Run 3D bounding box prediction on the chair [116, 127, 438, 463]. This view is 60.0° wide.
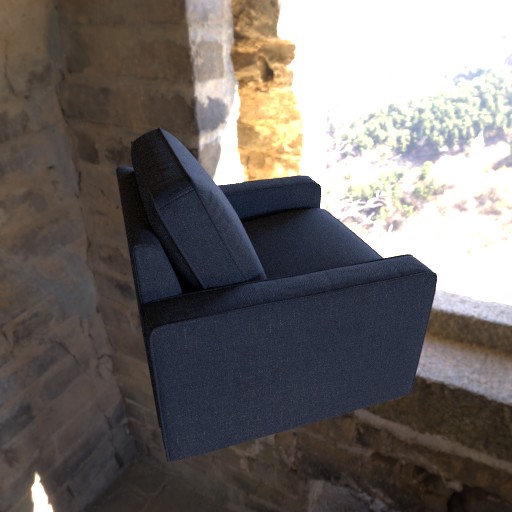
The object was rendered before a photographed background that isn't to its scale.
[{"bbox_3d":[0.000,0.000,1.746,0.940,0.919,1.017,-9,31,-16],"label":"chair"}]
